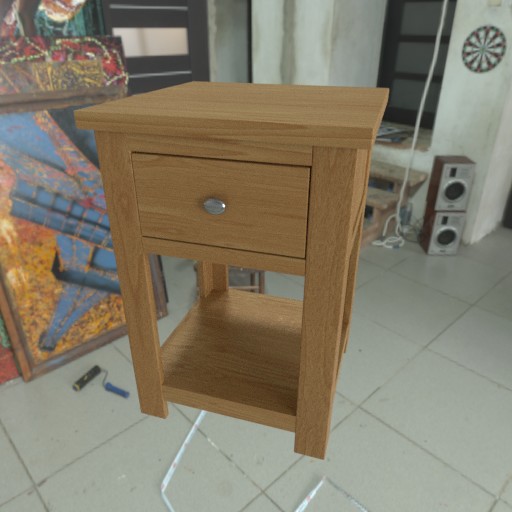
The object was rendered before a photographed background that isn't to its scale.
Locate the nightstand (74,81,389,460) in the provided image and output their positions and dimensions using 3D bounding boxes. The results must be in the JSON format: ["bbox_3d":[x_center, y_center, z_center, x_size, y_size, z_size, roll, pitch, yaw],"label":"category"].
[{"bbox_3d":[0.000,0.000,0.903,0.428,0.614,0.418,8,28,15],"label":"nightstand"}]
